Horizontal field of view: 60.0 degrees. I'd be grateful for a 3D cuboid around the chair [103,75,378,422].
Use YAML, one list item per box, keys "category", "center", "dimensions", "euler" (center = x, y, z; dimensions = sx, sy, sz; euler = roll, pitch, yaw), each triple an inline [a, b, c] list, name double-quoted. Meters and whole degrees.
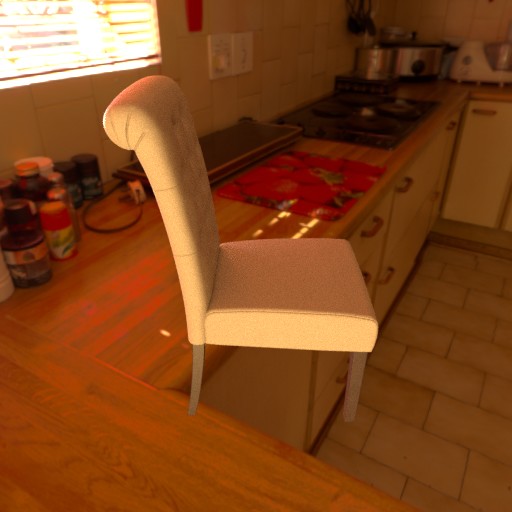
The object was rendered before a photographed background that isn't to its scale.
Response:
- category: "chair"
  center: [0.000, 0.000, 1.357]
  dimensions: [0.671, 1.006, 0.456]
  euler: [0, 30, 1]
